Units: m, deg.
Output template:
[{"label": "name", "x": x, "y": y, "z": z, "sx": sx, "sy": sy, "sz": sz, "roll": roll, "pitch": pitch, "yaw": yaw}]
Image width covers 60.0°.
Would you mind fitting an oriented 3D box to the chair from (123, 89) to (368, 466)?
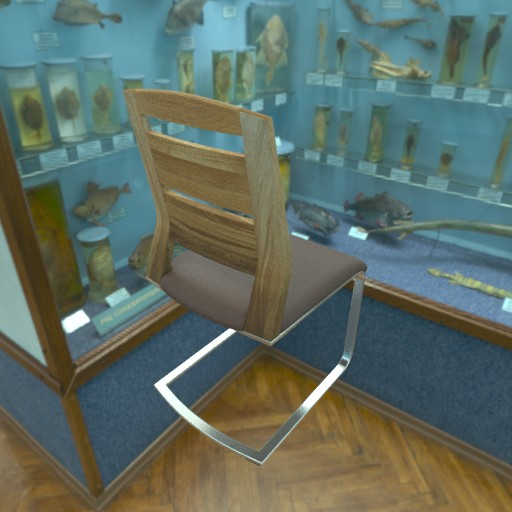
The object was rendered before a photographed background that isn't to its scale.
[{"label": "chair", "x": 0.000, "y": 0.000, "z": 1.284, "sx": 0.460, "sy": 0.970, "sz": 0.570, "roll": 22, "pitch": 37, "yaw": 33}]
